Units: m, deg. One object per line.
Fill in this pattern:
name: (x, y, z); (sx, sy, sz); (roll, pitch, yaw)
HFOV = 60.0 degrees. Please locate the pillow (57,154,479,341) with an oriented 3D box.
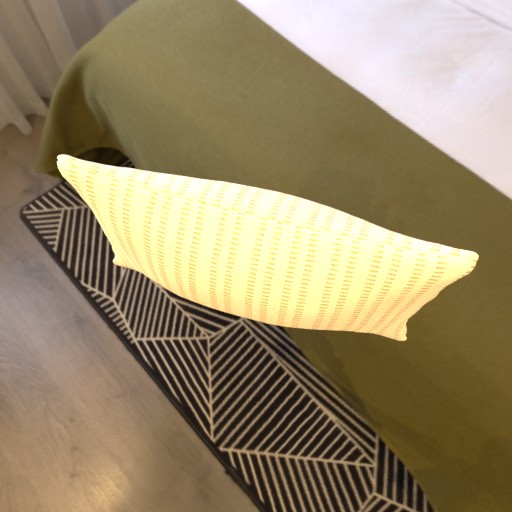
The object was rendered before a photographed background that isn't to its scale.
pillow: (0.000, 0.000, 0.792); (0.640, 0.353, 0.210); (14, 64, 7)
